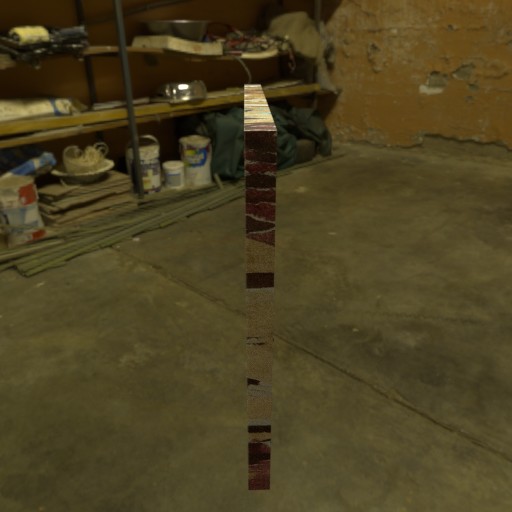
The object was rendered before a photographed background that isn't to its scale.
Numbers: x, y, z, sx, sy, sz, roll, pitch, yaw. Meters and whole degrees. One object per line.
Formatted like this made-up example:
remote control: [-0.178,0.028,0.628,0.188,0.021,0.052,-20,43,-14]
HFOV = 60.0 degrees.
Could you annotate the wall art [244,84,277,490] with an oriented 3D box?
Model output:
wall art: [0.000,0.000,0.914,0.041,0.613,0.609,-1,26,-1]
